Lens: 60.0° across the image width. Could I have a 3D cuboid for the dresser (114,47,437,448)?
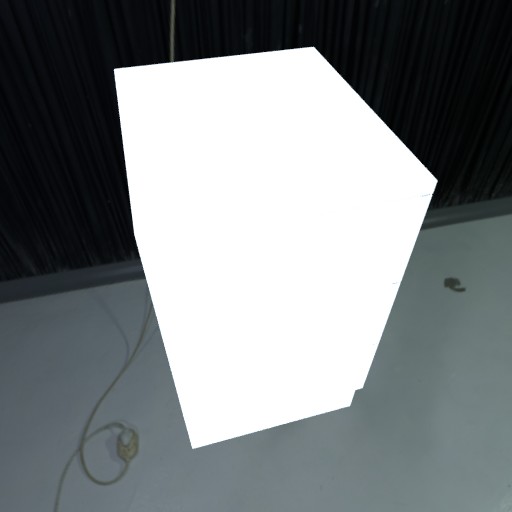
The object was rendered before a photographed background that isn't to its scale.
[{"bbox_3d":[0.000,0.000,0.809,0.360,0.560,0.400,-11,47,-11],"label":"dresser"}]
